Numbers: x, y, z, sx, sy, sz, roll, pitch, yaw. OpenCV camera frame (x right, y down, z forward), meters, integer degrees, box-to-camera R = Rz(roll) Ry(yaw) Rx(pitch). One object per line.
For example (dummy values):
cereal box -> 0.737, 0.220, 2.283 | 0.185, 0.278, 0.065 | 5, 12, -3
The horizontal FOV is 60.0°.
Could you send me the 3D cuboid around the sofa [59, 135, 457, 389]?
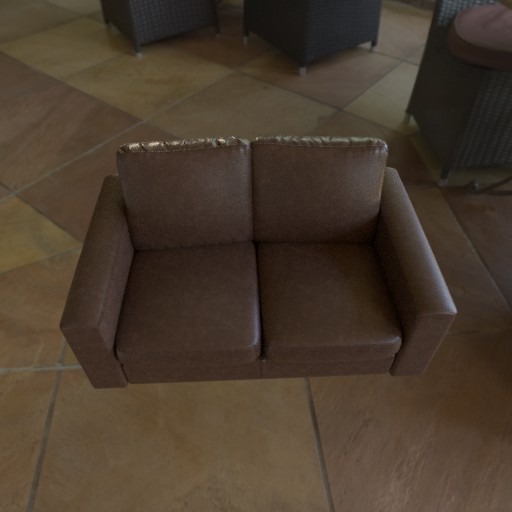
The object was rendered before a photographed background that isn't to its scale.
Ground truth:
sofa -> 0.000, 0.000, 2.176 | 1.616, 0.873, 1.016 | -2, 47, -2
